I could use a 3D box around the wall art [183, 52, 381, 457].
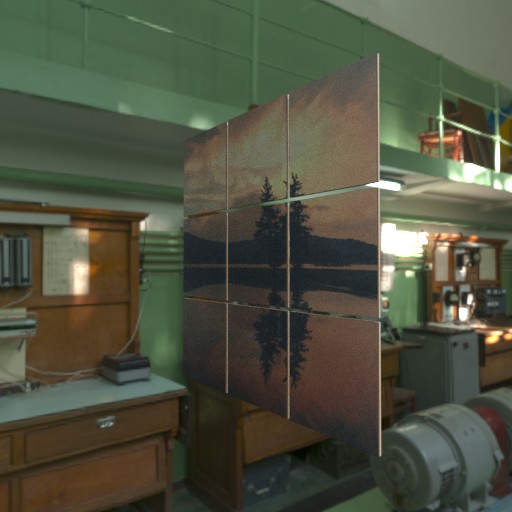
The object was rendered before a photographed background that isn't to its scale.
[{"bbox_3d":[0.000,0.000,1.819,0.013,1.218,1.216,1,-1,-38],"label":"wall art"}]
